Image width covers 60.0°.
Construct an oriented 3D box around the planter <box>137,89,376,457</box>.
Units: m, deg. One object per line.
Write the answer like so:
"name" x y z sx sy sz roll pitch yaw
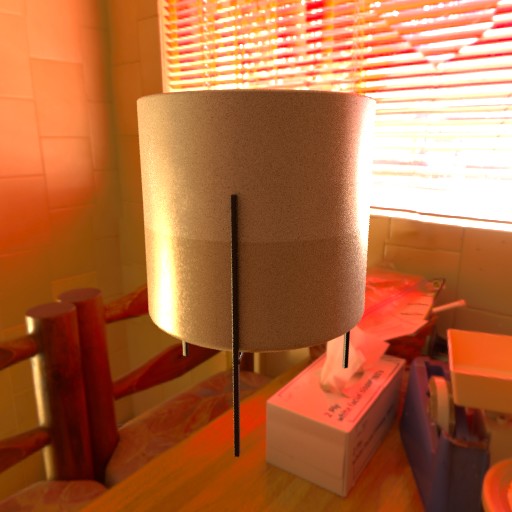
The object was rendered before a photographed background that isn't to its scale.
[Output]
"planter" 0.000 0.000 0.733 0.359 0.484 0.368 2 15 8
